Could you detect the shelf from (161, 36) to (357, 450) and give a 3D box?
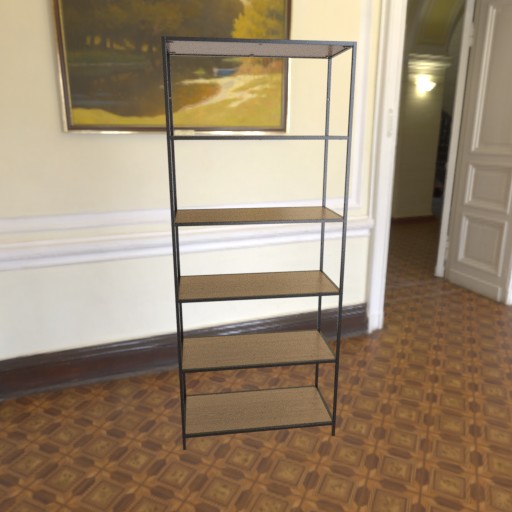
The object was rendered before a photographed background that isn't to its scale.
[{"bbox_3d":[0.000,0.000,2.140,0.770,1.850,0.350,-2,16,-8],"label":"shelf"}]
